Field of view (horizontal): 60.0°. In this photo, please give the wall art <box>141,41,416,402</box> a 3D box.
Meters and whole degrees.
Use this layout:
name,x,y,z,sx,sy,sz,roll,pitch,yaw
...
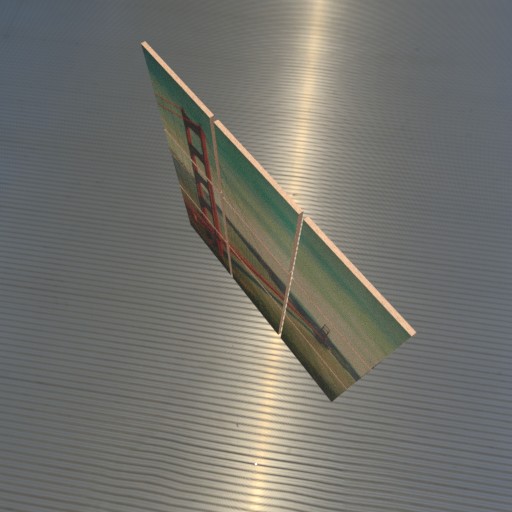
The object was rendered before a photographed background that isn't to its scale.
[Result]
name,x,y,z,sx,sy,sz,roll,pitch,yaw
wall art,0.000,0.000,1.343,0.012,0.910,0.917,-34,70,-15
